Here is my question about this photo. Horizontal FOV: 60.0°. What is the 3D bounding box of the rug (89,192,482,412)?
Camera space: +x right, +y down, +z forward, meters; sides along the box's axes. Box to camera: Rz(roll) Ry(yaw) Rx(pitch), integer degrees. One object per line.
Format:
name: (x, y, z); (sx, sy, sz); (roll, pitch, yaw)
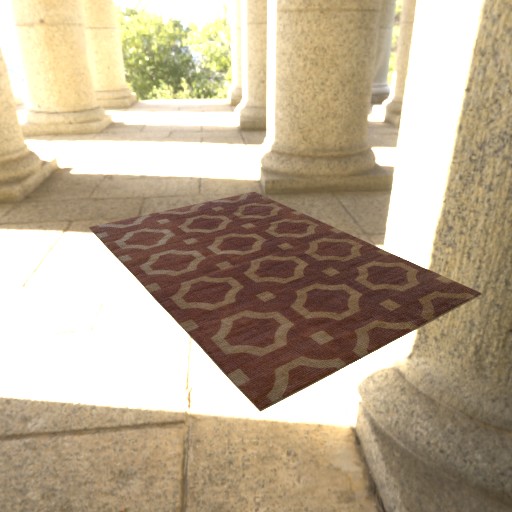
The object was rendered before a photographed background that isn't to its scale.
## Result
rug: (0.000, 0.000, 2.967); (1.555, 0.016, 2.286); (-17, 31, -31)
